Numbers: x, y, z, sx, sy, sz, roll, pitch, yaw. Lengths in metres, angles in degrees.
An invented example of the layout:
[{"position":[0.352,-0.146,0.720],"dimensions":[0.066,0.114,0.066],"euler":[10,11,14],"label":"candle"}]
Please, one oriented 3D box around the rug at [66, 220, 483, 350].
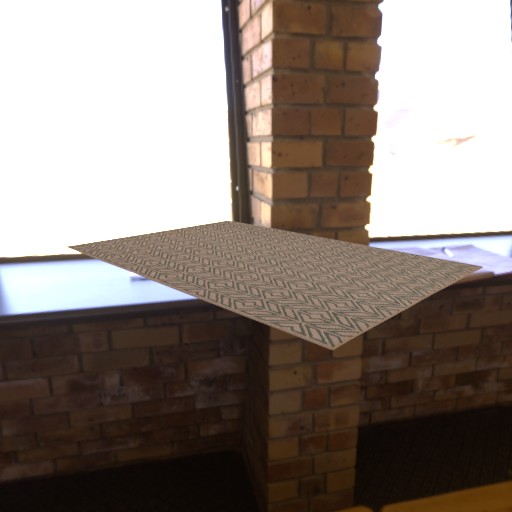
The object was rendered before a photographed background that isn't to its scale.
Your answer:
[{"position":[0.000,0.000,2.308],"dimensions":[1.828,0.007,1.220],"euler":[14,20,43],"label":"rug"}]
